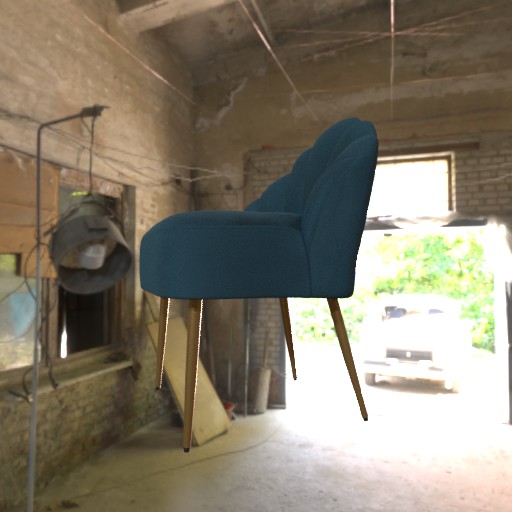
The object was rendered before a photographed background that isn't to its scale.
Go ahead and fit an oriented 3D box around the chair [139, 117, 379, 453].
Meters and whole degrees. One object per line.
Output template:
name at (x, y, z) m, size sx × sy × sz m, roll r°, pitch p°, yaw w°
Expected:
chair at (0.000, 0.000, 1.228) m, size 0.599 × 0.819 × 0.657 m, roll 1°, pitch -2°, yaw -19°
